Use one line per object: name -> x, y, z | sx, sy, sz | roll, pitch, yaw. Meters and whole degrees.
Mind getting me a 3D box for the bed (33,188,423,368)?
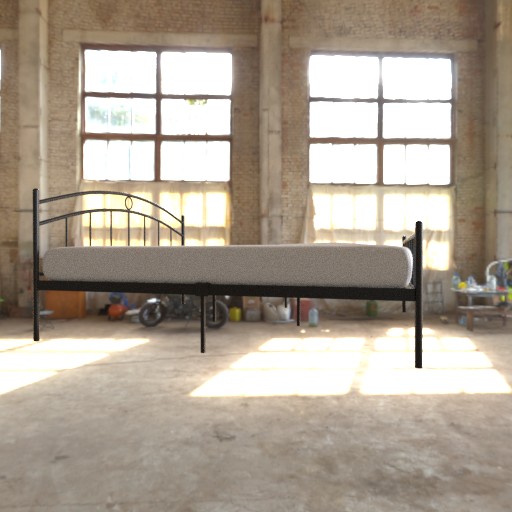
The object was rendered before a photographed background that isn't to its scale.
bed -> 0.000, 0.000, 3.070 | 2.040, 0.940, 1.880 | 0, 0, 17
